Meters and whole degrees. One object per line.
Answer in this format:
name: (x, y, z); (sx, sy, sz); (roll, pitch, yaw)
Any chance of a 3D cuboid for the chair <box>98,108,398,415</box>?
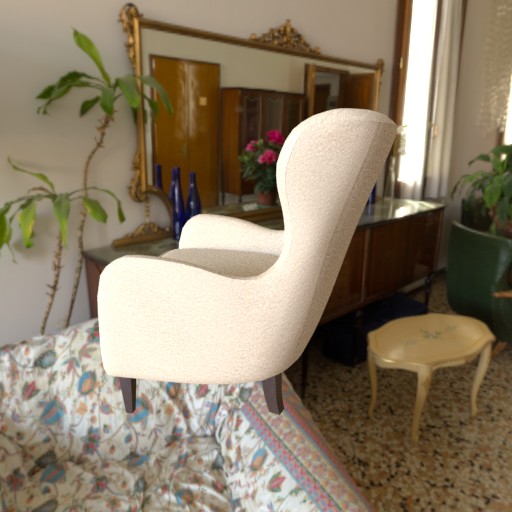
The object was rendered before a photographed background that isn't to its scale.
chair: (0.000, 0.000, 1.757); (0.984, 1.064, 0.861); (3, 15, 10)
